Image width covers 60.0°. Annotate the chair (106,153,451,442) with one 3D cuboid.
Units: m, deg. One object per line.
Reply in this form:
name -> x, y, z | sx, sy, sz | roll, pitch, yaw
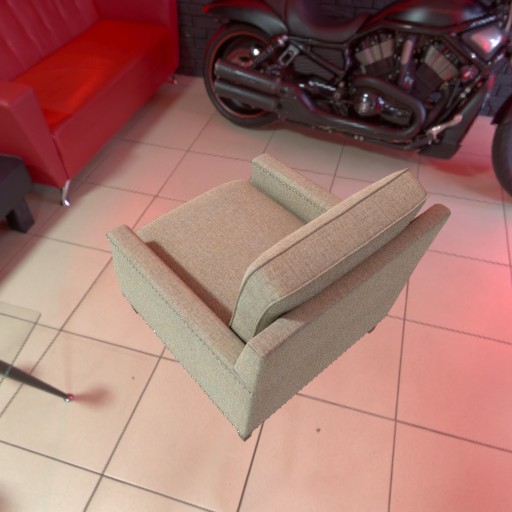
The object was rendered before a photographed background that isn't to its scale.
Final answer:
chair -> 0.000, 0.000, 1.773 | 0.853, 0.943, 1.014 | -32, 54, -27
